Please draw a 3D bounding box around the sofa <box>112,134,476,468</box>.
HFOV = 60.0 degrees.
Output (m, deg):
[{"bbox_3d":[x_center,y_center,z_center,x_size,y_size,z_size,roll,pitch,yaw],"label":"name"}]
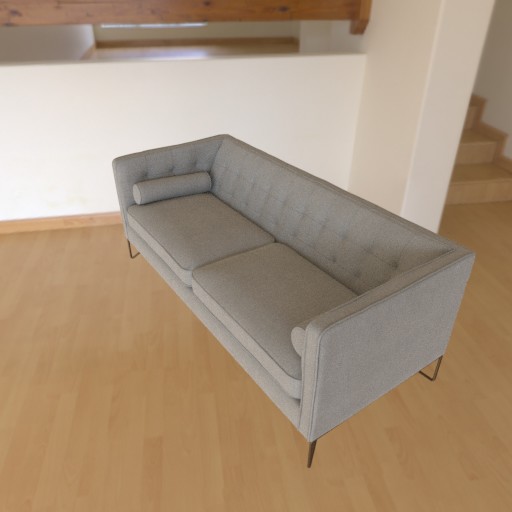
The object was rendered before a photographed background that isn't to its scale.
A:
[{"bbox_3d":[0.000,0.000,2.609,0.912,0.798,2.079,-20,38,-29],"label":"sofa"}]
